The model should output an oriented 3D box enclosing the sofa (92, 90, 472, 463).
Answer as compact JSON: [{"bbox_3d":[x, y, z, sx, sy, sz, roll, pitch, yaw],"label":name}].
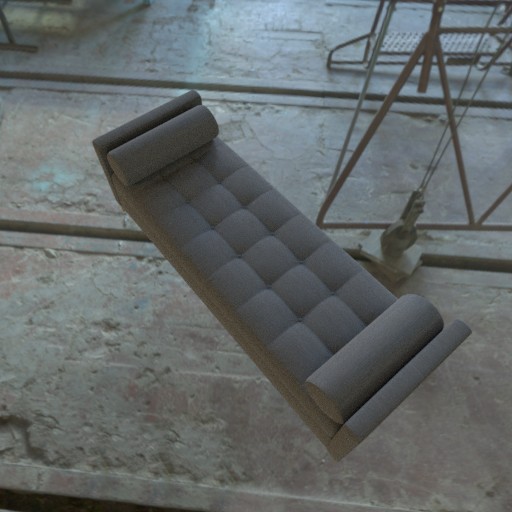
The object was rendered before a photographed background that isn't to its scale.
[{"bbox_3d":[0.000,0.000,2.350,0.686,0.635,1.981,-35,64,-20],"label":"sofa"}]
